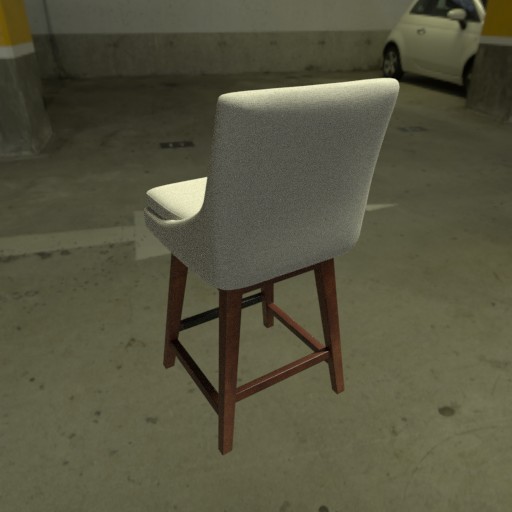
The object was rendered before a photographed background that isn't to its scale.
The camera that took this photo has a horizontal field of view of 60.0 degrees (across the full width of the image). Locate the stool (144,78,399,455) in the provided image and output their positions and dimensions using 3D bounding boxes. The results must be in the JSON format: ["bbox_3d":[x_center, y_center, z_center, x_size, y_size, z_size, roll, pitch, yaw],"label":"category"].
[{"bbox_3d":[0.000,0.000,1.284,0.469,0.991,0.559,-17,33,-28],"label":"stool"}]
